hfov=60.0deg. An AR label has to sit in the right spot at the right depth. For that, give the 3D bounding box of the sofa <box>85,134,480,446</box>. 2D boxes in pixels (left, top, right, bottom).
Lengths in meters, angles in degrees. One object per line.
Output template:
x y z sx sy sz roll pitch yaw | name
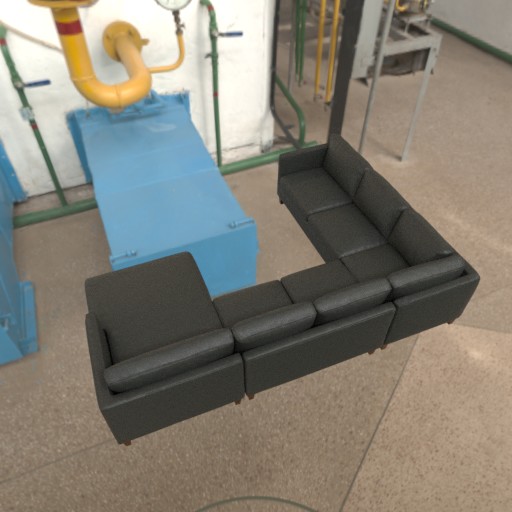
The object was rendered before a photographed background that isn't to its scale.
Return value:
0.000 0.000 4.609 3.460 0.923 2.593 -16 48 -15 | sofa
